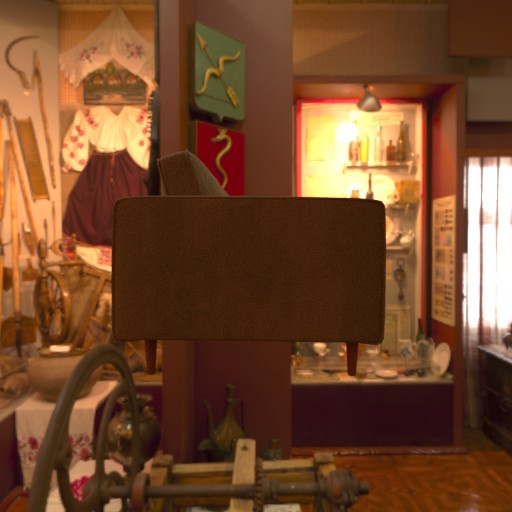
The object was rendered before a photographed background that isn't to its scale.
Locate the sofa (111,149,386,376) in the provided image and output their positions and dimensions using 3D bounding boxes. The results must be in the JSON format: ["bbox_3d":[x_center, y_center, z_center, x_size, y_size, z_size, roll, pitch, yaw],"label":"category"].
[{"bbox_3d":[0.000,0.000,2.397,0.924,0.825,1.920,0,2,1],"label":"sofa"}]
